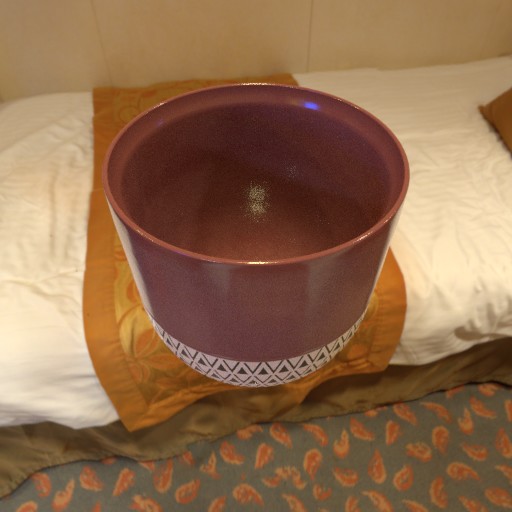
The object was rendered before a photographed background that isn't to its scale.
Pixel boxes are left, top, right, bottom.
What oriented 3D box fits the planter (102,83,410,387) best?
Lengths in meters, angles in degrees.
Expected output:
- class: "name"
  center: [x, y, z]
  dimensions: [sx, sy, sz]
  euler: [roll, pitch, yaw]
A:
- class: "planter"
  center: [0.000, 0.000, 0.490]
  dimensions: [0.266, 0.270, 0.266]
  euler: [0, 47, 0]
